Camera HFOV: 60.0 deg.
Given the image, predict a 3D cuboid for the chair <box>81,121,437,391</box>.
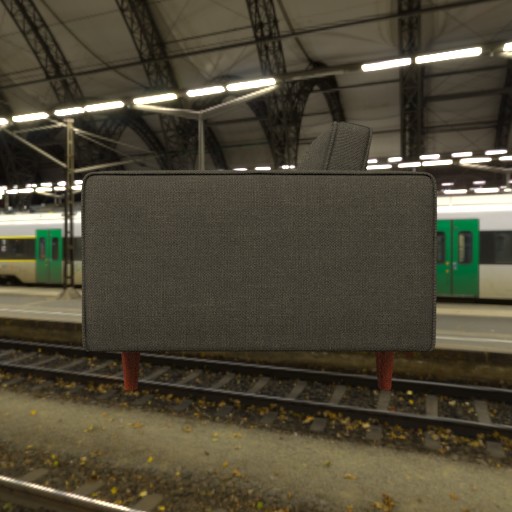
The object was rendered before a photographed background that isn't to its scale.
[{"bbox_3d":[0.000,0.000,1.544,0.919,0.770,0.899,0,1,0],"label":"chair"}]
